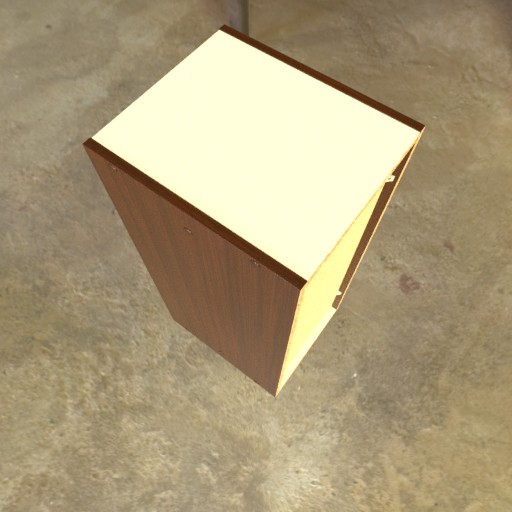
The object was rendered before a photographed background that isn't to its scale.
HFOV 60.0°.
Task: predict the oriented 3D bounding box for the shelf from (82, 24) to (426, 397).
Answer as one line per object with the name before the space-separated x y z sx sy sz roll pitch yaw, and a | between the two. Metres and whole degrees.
shelf | 0.000 0.000 0.760 0.290 0.600 0.253 34 68 16
